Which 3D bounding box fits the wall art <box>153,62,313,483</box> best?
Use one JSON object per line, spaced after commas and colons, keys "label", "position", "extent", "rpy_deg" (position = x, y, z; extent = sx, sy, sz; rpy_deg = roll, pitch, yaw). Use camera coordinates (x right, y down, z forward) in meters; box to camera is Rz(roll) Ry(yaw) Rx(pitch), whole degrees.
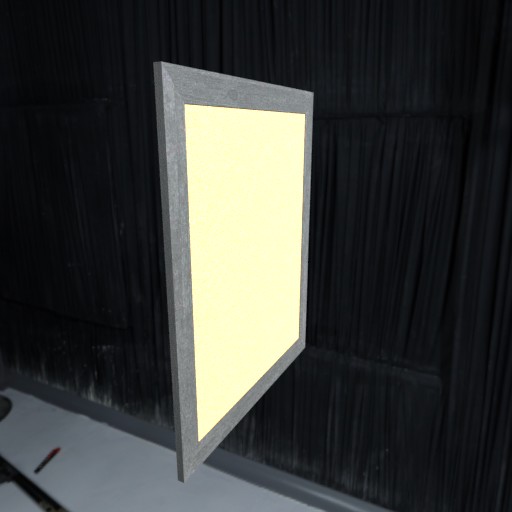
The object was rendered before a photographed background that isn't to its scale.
{"label": "wall art", "position": [0.000, 0.000, 0.776], "extent": [0.013, 0.570, 0.476], "rpy_deg": [8, 18, 27]}
